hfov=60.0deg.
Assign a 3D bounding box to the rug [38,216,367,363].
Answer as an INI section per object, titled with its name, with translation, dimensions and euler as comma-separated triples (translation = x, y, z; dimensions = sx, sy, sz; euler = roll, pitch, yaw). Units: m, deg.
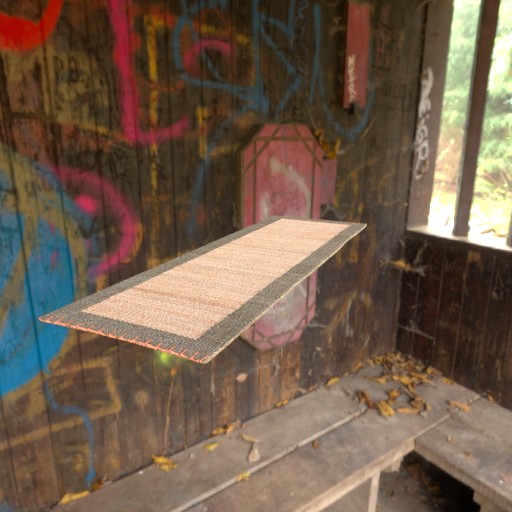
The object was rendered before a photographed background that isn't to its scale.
[rug]
translation = 0.000, 0.000, 2.651
dimensions = 0.810, 0.016, 2.413
euler = 8, 18, 25
